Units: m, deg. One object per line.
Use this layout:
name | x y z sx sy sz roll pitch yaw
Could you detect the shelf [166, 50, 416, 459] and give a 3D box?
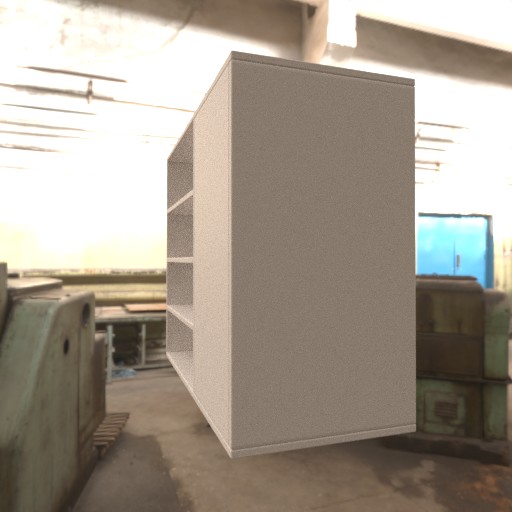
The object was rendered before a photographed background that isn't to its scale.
shelf | 0.000 0.000 1.278 0.396 0.732 0.895 0 0 -19
